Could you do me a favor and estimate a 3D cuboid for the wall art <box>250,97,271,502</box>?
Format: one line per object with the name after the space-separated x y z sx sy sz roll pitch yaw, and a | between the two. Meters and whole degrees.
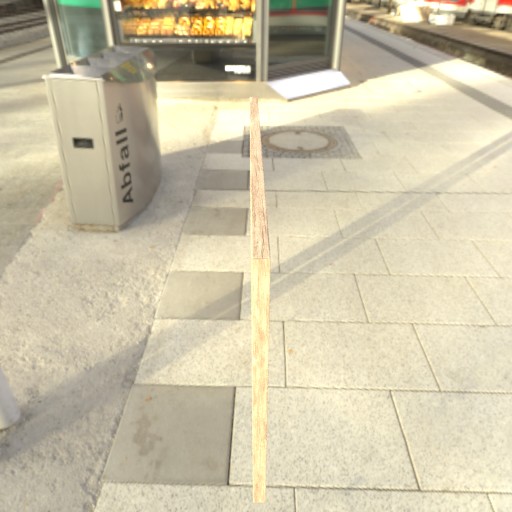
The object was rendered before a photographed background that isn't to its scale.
0.000 0.000 0.940 0.021 0.480 0.780 0 32 -1 | wall art
